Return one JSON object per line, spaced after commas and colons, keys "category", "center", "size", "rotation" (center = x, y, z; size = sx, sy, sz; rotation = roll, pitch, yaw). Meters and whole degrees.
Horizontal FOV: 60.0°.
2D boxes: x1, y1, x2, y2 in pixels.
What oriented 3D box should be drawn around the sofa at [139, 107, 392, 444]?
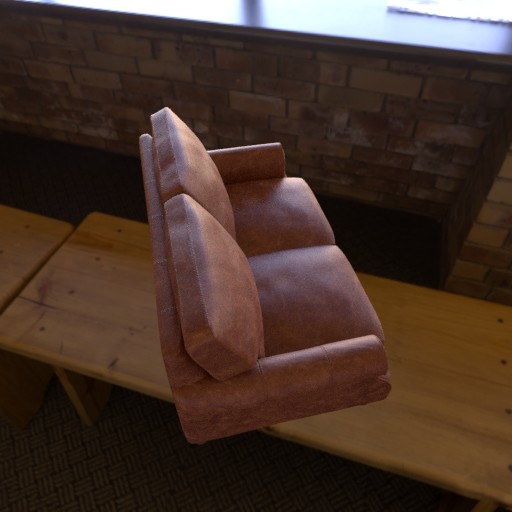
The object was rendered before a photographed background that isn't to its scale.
{"category": "sofa", "center": [0.000, 0.000, 2.254], "size": [0.990, 0.967, 1.616], "rotation": [-10, 47, -9]}
